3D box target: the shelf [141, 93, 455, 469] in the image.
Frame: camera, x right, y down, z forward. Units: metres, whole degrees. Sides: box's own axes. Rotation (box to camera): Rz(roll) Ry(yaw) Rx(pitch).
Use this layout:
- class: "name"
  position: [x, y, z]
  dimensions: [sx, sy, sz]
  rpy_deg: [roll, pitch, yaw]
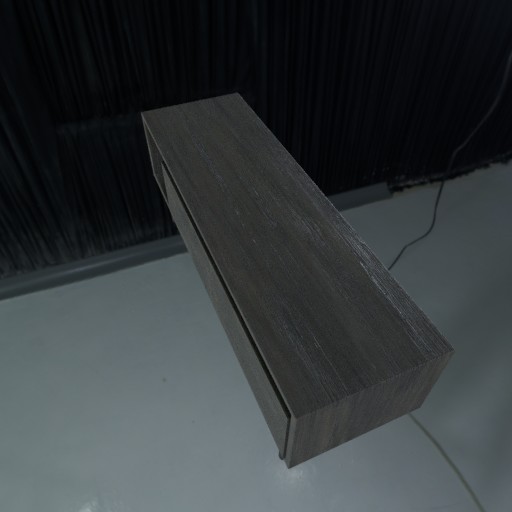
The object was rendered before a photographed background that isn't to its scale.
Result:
- class: "shelf"
  position: [0.000, 0.000, 1.511]
  dimensions: [0.400, 0.495, 1.300]
  rpy_deg: [-18, 49, -16]
